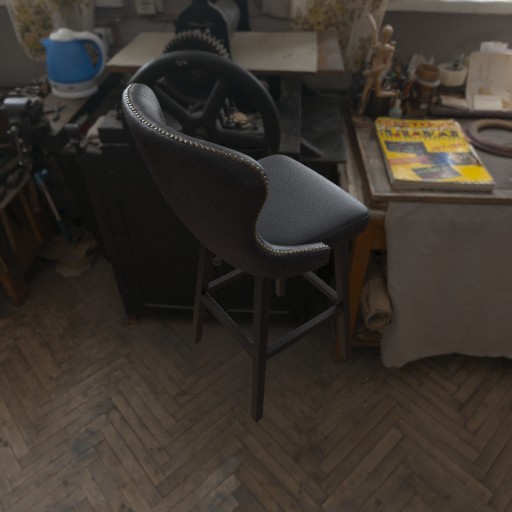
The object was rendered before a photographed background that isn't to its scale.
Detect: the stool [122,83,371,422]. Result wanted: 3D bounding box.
[{"bbox_3d":[0.000,0.000,1.380,0.601,1.050,0.528,-26,48,-26],"label":"stool"}]
